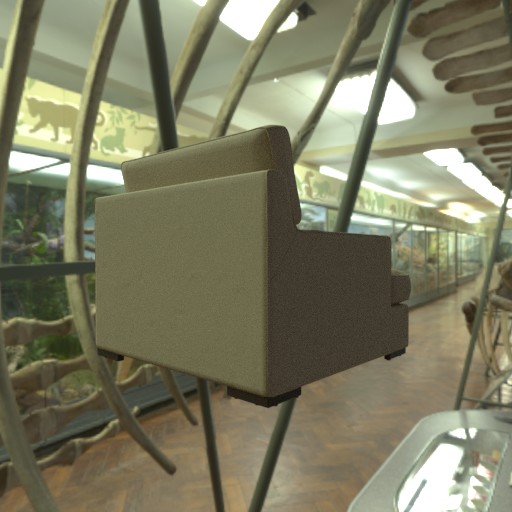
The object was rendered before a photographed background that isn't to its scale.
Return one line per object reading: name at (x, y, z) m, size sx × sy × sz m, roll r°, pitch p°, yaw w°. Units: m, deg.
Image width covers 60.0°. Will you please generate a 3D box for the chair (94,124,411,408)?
chair at (0.000, 0.000, 2.248) m, size 1.293 × 1.005 × 1.274 m, roll 0°, pitch 1°, yaw 35°
